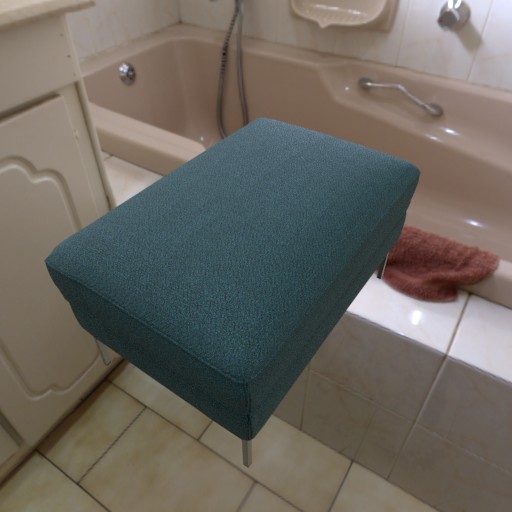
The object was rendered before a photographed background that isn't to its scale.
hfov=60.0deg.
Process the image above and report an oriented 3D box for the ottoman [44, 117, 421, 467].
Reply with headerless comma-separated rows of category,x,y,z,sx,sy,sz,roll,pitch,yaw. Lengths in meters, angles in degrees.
ottoman,0.000,0.000,1.206,0.563,0.498,0.856,25,48,25
